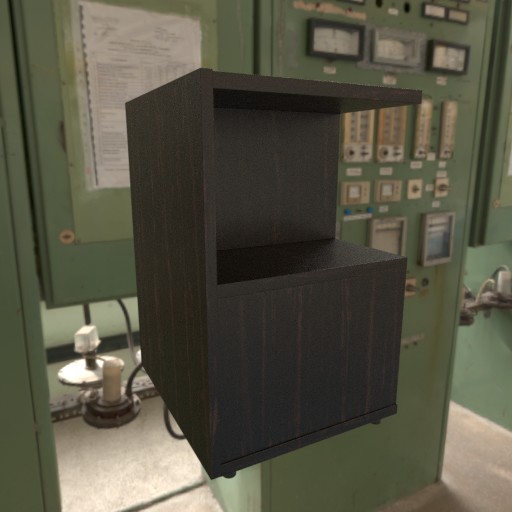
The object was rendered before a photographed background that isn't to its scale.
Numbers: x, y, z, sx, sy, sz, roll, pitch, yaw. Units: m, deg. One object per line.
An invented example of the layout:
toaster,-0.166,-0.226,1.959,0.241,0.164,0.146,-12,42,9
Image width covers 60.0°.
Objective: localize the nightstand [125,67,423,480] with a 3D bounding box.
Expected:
nightstand,0.000,0.000,0.819,0.356,0.559,0.400,-7,15,-27
